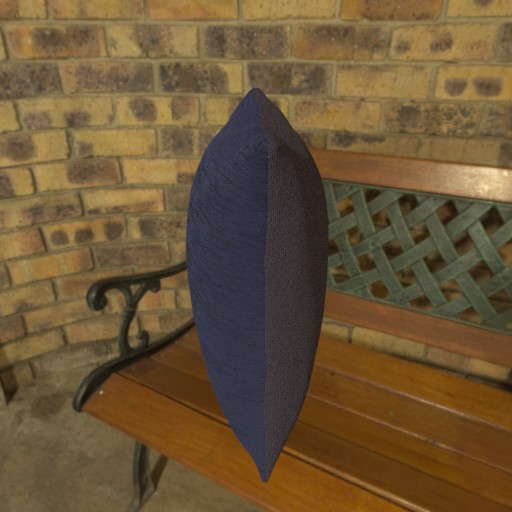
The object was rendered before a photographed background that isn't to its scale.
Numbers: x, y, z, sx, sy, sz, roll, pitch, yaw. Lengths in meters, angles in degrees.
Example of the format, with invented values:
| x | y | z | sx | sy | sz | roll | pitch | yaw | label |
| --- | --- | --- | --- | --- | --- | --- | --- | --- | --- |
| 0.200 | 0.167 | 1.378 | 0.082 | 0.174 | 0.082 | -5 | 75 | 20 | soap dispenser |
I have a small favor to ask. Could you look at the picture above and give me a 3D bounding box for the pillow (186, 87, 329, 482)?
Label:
| x | y | z | sx | sy | sz | roll | pitch | yaw | label |
| --- | --- | --- | --- | --- | --- | --- | --- | --- | --- |
| 0.000 | 0.000 | 0.672 | 0.204 | 0.439 | 0.452 | -1 | 26 | -1 | pillow |
